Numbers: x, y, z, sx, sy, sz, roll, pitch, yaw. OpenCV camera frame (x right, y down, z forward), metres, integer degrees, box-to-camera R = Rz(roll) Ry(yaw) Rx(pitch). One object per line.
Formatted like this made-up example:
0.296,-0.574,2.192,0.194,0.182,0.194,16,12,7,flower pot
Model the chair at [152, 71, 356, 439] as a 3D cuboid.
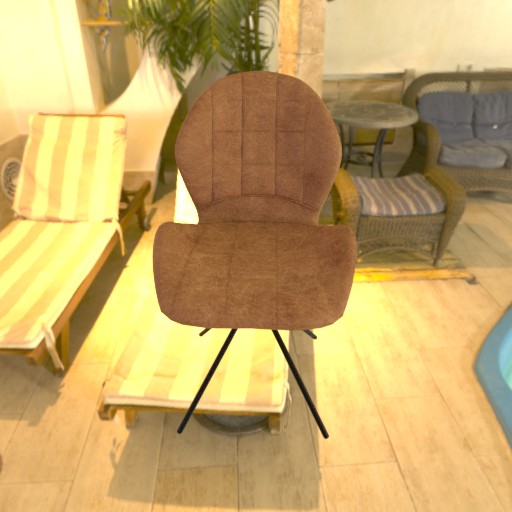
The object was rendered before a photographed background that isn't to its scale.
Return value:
0.000,0.000,1.299,0.527,0.929,0.640,1,31,2,chair
